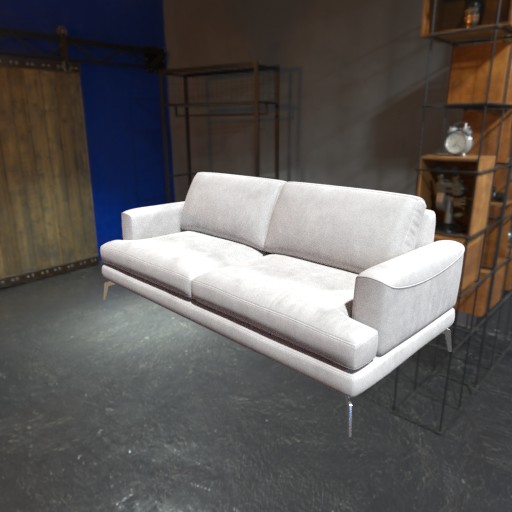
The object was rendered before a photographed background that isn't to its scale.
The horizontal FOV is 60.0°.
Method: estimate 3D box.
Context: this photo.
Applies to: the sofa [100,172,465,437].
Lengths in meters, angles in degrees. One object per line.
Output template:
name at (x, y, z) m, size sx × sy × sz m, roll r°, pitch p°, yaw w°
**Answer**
sofa at (0.000, 0.000, 2.577) m, size 2.013 × 0.830 × 0.980 m, roll 16°, pitch 22°, yaw 43°
